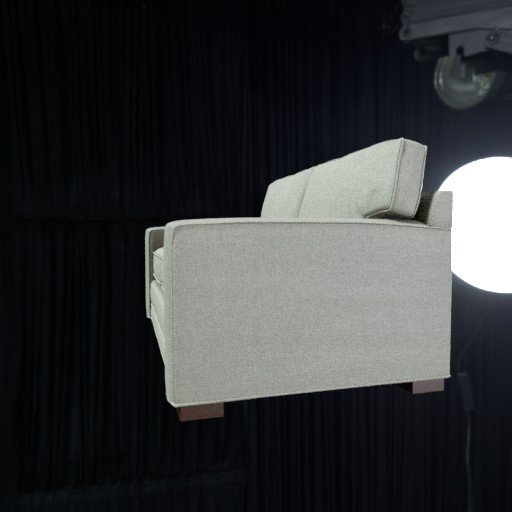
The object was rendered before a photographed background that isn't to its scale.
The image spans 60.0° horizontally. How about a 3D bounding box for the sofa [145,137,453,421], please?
[{"bbox_3d":[0.000,0.000,2.047,0.940,0.853,1.484,-1,3,-16],"label":"sofa"}]
